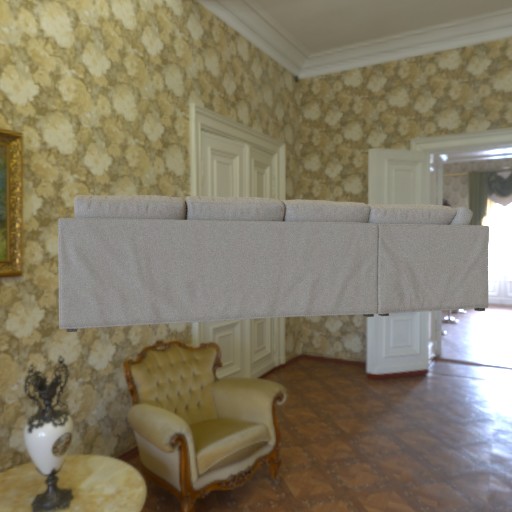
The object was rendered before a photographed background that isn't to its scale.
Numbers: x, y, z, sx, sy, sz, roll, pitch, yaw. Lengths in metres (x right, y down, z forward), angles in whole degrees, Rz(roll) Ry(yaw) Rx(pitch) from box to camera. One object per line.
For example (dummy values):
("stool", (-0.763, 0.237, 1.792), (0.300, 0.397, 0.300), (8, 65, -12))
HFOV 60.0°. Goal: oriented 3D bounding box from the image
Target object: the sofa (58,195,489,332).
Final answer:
("sofa", (0.000, 0.000, 4.221), (3.182, 0.871, 2.432), (0, 1, -17))
